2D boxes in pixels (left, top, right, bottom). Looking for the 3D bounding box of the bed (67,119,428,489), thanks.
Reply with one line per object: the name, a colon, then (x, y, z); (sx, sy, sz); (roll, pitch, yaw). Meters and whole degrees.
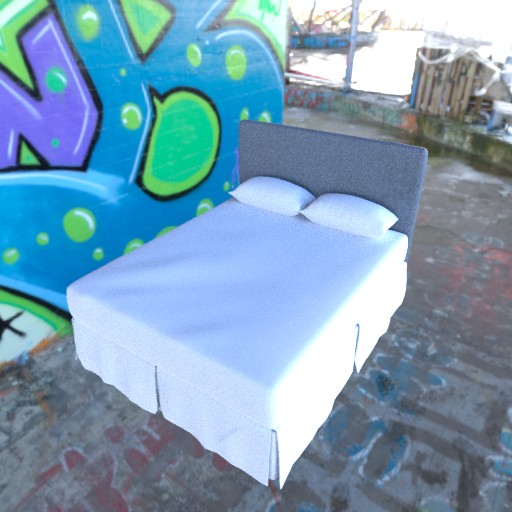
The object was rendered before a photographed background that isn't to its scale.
bed: (0.000, 0.000, 3.144); (1.723, 1.330, 2.142); (19, 35, 29)
